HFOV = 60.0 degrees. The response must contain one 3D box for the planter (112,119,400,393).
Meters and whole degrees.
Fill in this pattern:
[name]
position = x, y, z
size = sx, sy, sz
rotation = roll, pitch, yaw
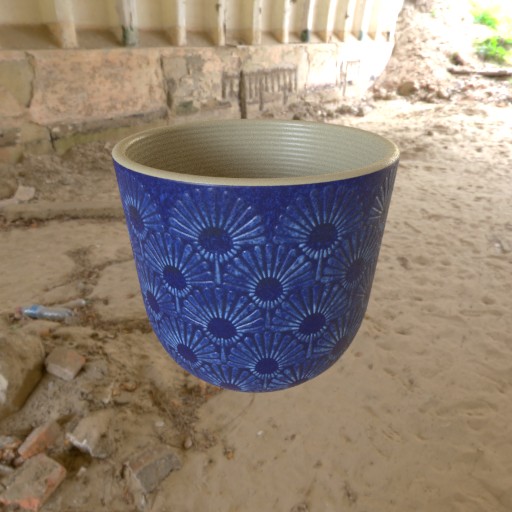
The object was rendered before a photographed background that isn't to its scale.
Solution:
[planter]
position = 0.000, 0.000, 0.371
size = 0.206, 0.190, 0.206
rotation = 0, 26, 0
